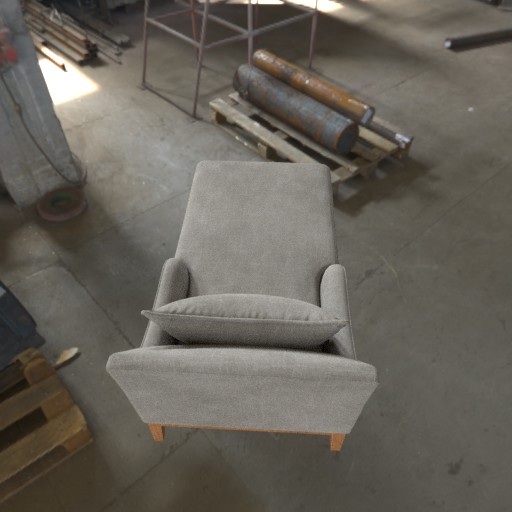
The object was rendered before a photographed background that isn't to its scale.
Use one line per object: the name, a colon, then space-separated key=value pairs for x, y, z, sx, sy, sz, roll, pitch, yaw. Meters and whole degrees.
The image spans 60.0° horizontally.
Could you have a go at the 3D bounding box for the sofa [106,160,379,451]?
sofa: x=0.000 y=0.000 z=2.293 sx=0.894 sy=0.859 sz=1.779 roll=2 pitch=46 yaw=2
